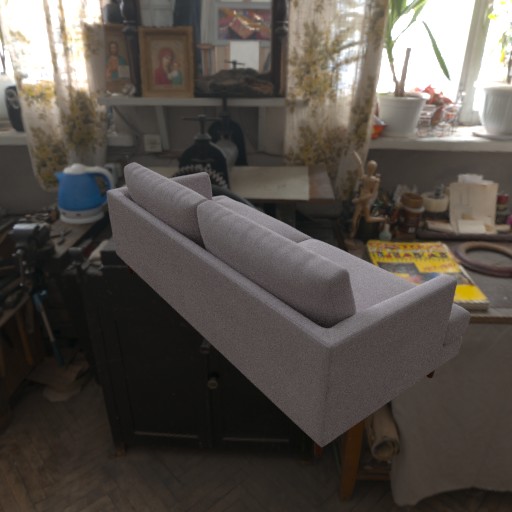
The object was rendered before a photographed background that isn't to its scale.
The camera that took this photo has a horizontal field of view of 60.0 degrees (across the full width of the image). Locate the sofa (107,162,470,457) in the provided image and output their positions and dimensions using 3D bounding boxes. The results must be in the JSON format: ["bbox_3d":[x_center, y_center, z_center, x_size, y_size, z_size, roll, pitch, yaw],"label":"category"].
[{"bbox_3d":[0.000,0.000,2.728,1.020,0.868,2.250,-18,32,-32],"label":"sofa"}]
